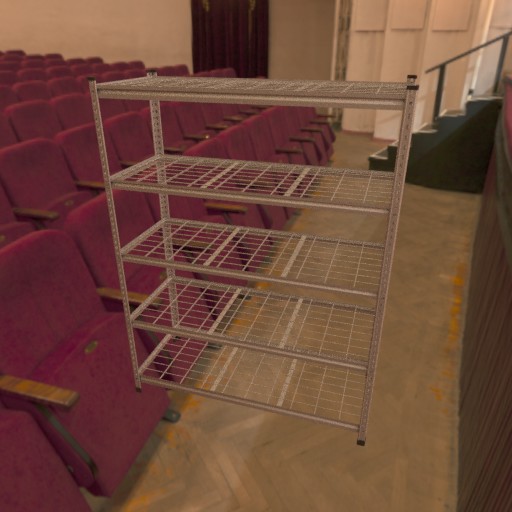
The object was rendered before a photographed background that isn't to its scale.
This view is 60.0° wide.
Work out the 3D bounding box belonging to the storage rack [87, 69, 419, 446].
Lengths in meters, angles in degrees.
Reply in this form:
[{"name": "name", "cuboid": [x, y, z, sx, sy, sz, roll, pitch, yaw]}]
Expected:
[{"name": "storage rack", "cuboid": [0.000, 0.000, 2.626, 1.524, 1.981, 0.610, 8, 27, 15]}]
